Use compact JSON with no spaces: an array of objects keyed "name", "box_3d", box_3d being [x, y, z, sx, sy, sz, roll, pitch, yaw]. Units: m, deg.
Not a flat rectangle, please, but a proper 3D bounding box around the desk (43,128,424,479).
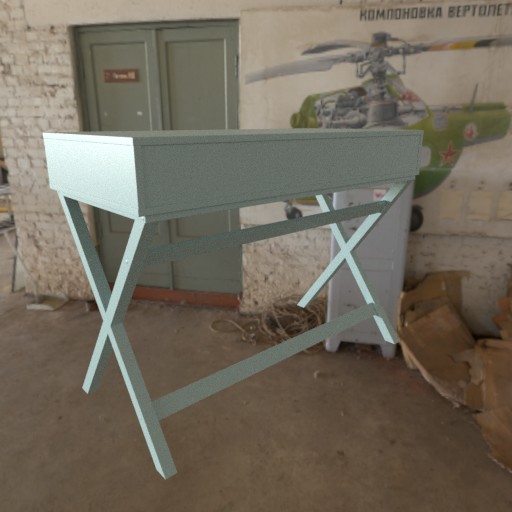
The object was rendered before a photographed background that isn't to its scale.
[{"name":"desk","box_3d":[0.000,0.000,1.438,1.059,0.780,0.509,-15,22,-40]}]
